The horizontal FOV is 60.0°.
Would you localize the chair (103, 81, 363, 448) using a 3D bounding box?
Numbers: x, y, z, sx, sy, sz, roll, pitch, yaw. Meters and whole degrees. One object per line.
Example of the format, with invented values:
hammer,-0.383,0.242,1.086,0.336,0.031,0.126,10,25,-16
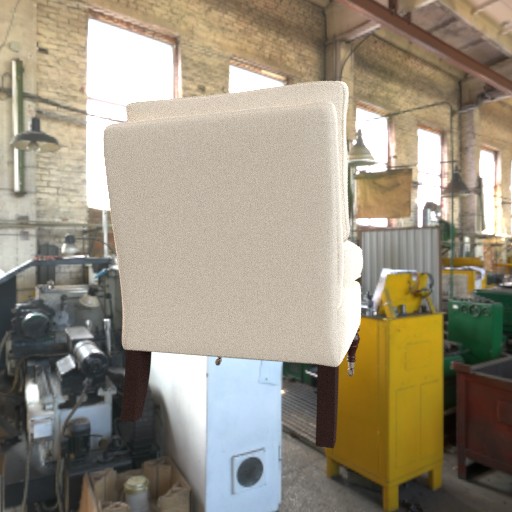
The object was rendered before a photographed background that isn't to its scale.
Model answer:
chair,0.000,0.000,1.409,0.630,0.887,0.781,0,0,18
